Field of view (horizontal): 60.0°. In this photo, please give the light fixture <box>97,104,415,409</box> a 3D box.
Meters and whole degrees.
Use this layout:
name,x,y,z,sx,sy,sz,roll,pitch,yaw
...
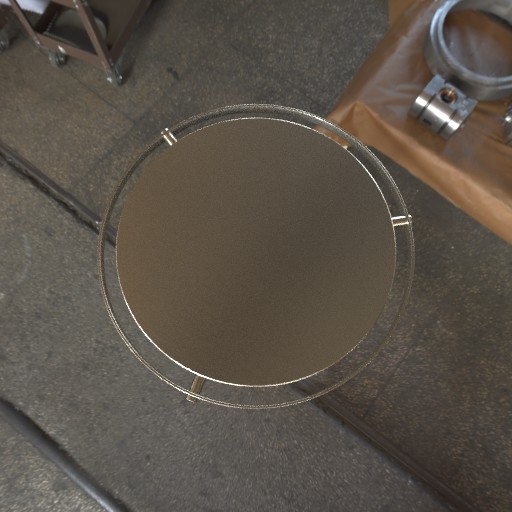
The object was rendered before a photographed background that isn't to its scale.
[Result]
name,x,y,z,sx,sy,sz,roll,pitch,yaw
light fixture,0.000,0.000,0.564,0.361,0.130,0.361,0,75,0
